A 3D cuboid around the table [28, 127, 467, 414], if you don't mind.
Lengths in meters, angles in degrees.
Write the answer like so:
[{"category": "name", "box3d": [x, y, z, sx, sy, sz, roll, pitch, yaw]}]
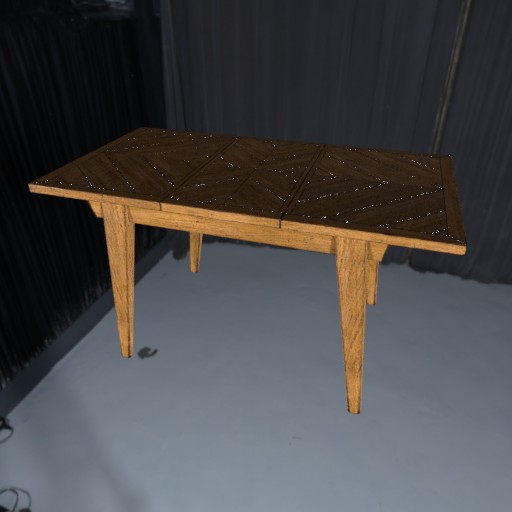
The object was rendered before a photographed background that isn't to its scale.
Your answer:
[{"category": "table", "box3d": [0.000, 0.000, 1.844, 1.400, 0.760, 0.757, 9, 33, 15]}]
